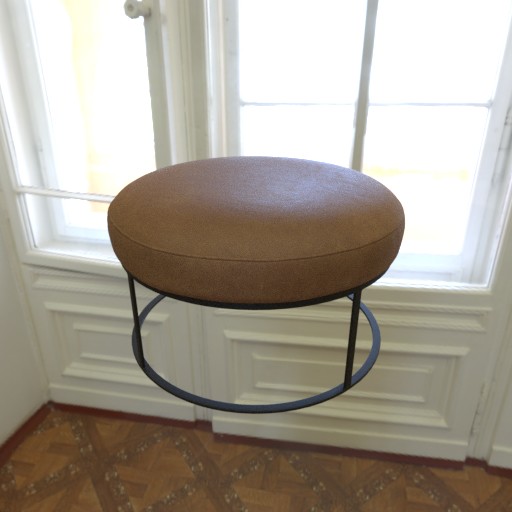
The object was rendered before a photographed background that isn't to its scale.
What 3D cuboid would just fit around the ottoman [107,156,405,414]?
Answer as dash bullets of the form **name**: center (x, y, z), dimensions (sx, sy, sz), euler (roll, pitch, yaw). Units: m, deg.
- **ottoman**: center (0.000, 0.000, 1.256), dimensions (0.771, 0.460, 0.771), euler (0, 25, 0)
